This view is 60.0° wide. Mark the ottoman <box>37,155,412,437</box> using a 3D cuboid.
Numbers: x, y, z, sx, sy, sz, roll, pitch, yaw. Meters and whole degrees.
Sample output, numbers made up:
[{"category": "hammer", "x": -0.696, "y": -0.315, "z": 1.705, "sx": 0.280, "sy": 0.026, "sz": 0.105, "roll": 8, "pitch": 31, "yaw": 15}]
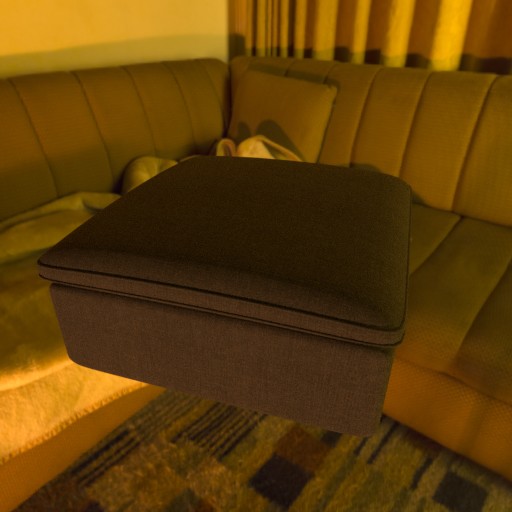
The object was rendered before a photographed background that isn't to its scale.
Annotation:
[{"category": "ottoman", "x": 0.000, "y": 0.000, "z": 1.666, "sx": 1.067, "sy": 0.559, "sz": 1.067, "roll": 9, "pitch": 31, "yaw": 16}]
